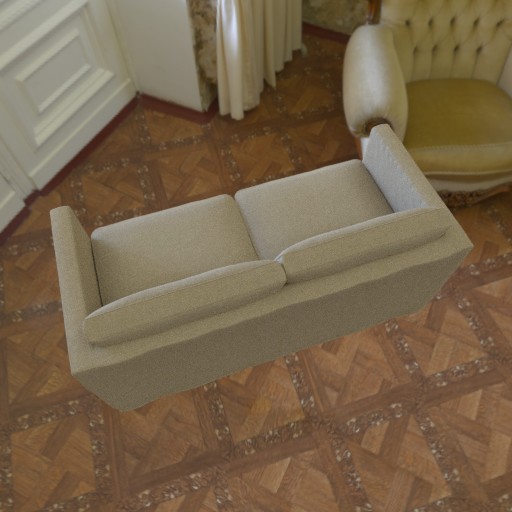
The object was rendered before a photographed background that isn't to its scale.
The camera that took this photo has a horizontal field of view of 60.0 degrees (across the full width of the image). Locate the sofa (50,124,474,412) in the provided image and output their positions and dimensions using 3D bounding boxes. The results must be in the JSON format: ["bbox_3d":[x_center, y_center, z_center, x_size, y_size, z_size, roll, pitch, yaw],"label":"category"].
[{"bbox_3d":[0.000,0.000,2.478,1.987,0.847,0.956,-17,60,-10],"label":"sofa"}]
